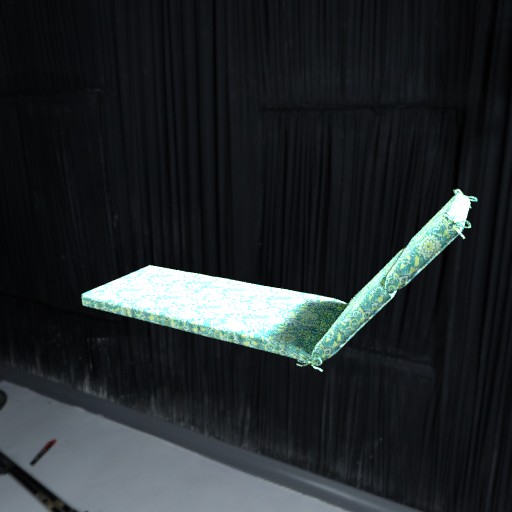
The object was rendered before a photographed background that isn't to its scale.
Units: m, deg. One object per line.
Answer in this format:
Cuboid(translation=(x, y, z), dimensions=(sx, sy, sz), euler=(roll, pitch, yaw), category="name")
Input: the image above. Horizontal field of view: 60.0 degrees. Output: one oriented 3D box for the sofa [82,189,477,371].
Cuboid(translation=(0.000, 0.000, 1.939), dimensions=(1.663, 0.622, 0.582), euler=(8, 19, 26), category="sofa")
